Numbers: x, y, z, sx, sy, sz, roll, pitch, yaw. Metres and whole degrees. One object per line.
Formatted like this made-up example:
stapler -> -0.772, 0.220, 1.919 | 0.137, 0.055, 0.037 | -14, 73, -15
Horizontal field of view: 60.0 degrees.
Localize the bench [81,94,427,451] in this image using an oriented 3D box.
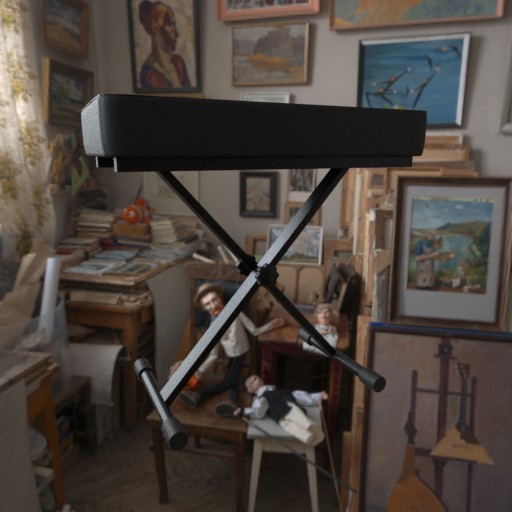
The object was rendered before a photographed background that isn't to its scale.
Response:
bench -> 0.000, 0.000, 0.900 | 0.600, 0.561, 0.300 | -6, 14, -25
